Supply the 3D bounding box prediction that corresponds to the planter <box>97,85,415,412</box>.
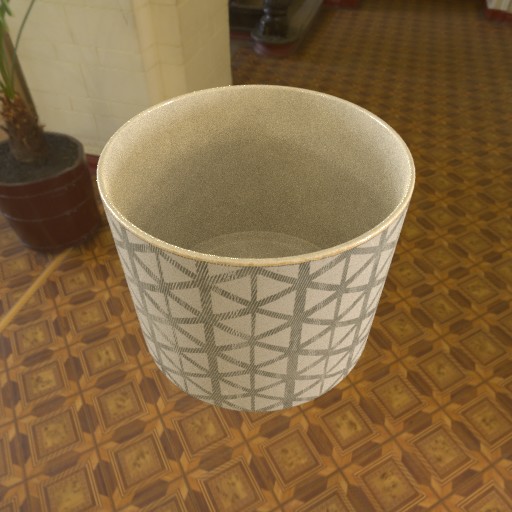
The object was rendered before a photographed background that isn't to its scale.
[{"bbox_3d":[0.000,0.000,0.442,0.250,0.239,0.250,0,45,0],"label":"planter"}]
